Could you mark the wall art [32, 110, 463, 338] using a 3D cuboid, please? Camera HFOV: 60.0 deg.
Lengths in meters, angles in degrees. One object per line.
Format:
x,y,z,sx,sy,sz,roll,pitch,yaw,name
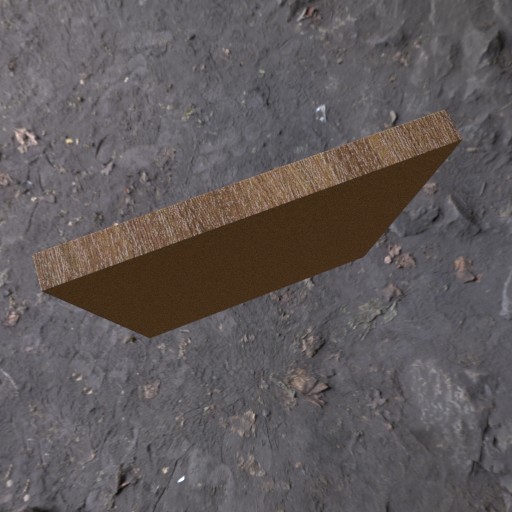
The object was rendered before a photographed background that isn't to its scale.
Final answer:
0.000,0.000,0.596,0.406,0.403,0.039,-21,75,-6,wall art
